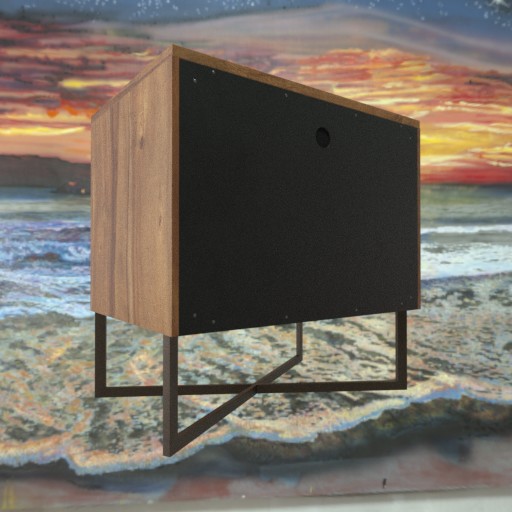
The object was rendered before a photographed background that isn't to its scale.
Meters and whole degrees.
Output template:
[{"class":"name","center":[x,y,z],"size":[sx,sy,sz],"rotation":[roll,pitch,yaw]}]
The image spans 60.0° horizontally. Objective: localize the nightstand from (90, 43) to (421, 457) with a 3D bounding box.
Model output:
[{"class":"nightstand","center":[0.000,0.000,0.996],"size":[0.613,0.615,0.427],"rotation":[0,-1,-36]}]
